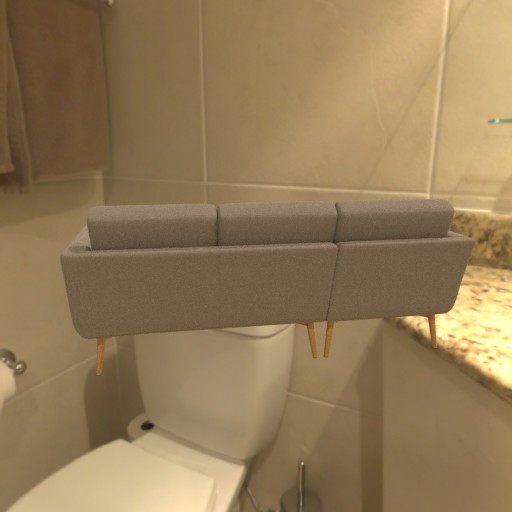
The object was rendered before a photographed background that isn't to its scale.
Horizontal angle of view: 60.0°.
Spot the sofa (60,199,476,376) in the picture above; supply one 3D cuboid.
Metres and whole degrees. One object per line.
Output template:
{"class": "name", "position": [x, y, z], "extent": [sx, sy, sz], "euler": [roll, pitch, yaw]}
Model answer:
{"class": "sofa", "position": [0.000, 0.000, 2.834], "extent": [2.040, 0.860, 1.530], "euler": [-2, 15, -9]}
